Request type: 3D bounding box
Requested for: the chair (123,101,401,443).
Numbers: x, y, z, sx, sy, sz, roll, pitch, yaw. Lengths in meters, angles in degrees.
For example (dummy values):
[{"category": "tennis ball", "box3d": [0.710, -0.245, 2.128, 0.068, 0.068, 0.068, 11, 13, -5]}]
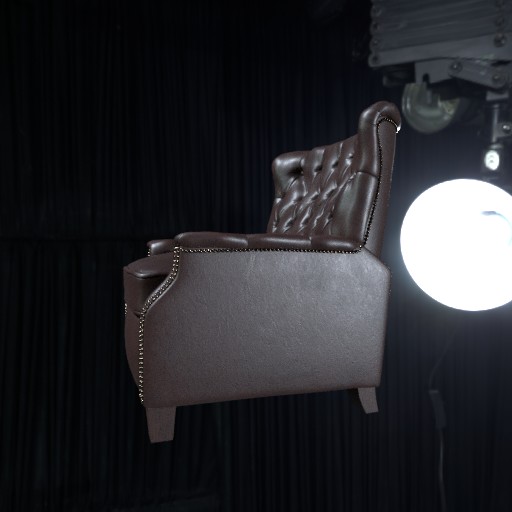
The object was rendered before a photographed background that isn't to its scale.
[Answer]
[{"category": "chair", "box3d": [0.000, 0.000, 1.460, 0.823, 0.864, 0.709, 0, 0, -20]}]
